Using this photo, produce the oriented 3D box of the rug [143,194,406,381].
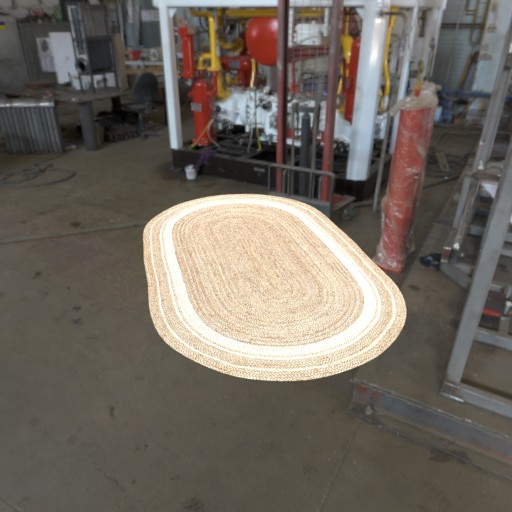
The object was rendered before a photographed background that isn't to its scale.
[{"bbox_3d":[0.000,0.000,3.107,1.520,0.006,2.432,-8,30,-13],"label":"rug"}]
